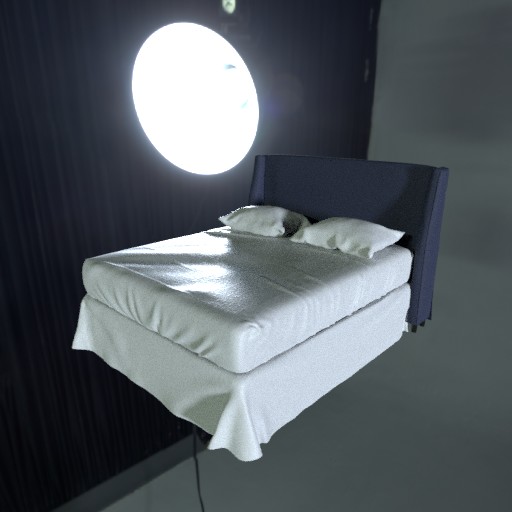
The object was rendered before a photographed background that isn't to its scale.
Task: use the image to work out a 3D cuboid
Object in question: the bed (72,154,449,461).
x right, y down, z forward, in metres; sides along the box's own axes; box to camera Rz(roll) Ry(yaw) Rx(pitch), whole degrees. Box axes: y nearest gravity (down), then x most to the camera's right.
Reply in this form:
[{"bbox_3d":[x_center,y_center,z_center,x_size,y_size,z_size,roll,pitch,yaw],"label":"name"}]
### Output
[{"bbox_3d":[0.000,0.000,3.371,1.925,1.332,2.276,16,23,41],"label":"bed"}]
